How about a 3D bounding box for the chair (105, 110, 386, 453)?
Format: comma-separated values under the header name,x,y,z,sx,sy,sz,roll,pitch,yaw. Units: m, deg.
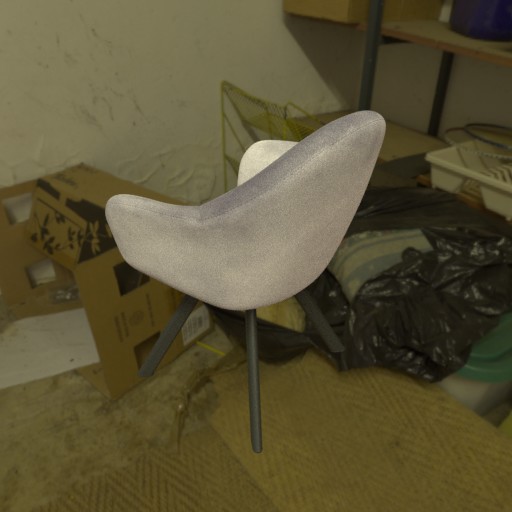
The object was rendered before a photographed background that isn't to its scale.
name,x,y,z,sx,sy,sz,roll,pitch,yaw
chair,0.000,0.000,1.154,0.540,0.780,0.570,20,35,31
